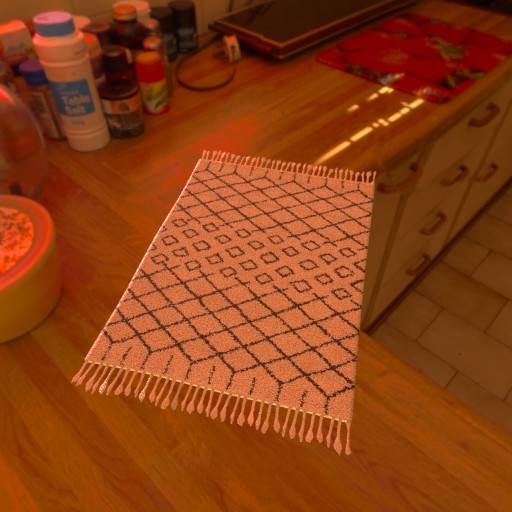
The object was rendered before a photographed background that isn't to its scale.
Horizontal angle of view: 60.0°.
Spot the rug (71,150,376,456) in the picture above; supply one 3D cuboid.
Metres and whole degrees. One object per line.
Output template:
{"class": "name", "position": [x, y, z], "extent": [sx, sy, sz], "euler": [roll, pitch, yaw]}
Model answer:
{"class": "rug", "position": [0.000, 0.000, 3.342], "extent": [1.664, 0.029, 2.615], "euler": [10, 47, 9]}
